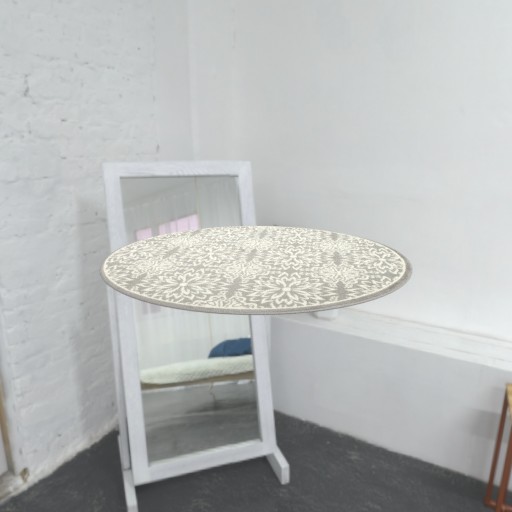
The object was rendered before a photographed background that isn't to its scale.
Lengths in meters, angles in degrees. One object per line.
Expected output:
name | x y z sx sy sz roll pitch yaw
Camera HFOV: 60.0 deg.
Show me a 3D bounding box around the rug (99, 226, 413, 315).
rug | 0.000 0.000 2.382 1.593 0.012 1.593 0 15 0
